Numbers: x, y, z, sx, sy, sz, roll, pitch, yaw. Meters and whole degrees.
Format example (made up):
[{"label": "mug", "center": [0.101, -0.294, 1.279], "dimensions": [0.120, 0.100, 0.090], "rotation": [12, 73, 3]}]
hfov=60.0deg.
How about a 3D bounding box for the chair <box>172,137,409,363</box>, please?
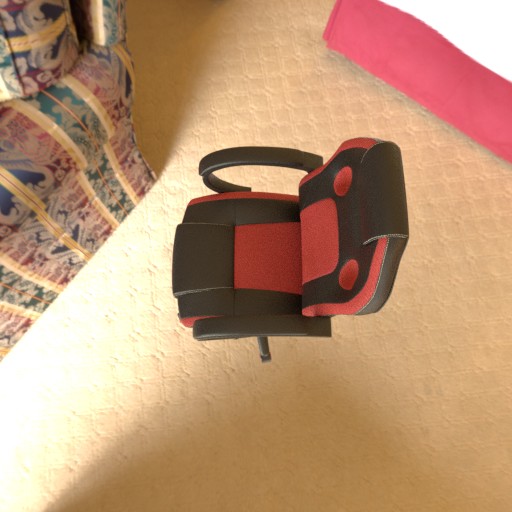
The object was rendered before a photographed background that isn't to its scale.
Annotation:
[{"label": "chair", "center": [0.000, 0.000, 1.692], "dimensions": [0.783, 1.189, 0.750], "rotation": [0, 74, 0]}]
